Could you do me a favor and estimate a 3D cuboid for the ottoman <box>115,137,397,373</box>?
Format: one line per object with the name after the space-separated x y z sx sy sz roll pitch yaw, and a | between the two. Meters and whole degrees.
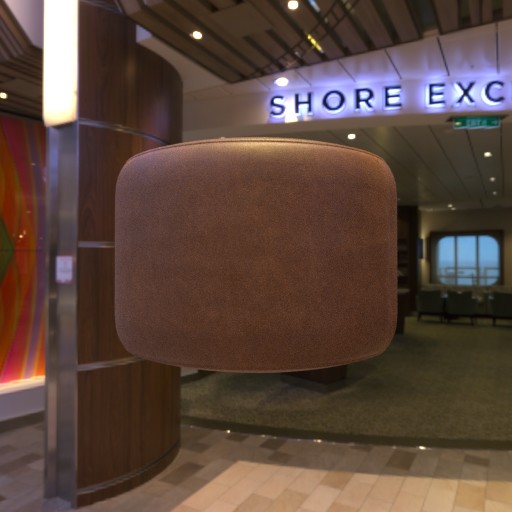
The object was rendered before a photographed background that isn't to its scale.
0.000 0.000 1.001 0.607 0.438 0.607 0 -1 0 | ottoman
